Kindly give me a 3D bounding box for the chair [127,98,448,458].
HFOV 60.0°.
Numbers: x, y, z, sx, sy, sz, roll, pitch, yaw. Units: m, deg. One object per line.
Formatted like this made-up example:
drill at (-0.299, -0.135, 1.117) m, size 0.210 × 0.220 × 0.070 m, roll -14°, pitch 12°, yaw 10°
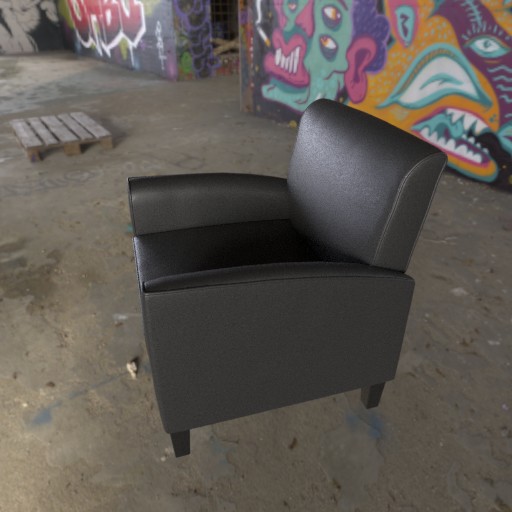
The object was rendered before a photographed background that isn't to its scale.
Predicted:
chair at (0.000, 0.000, 1.552) m, size 0.819 × 0.916 × 0.820 m, roll -9°, pitch 31°, yaw -14°
